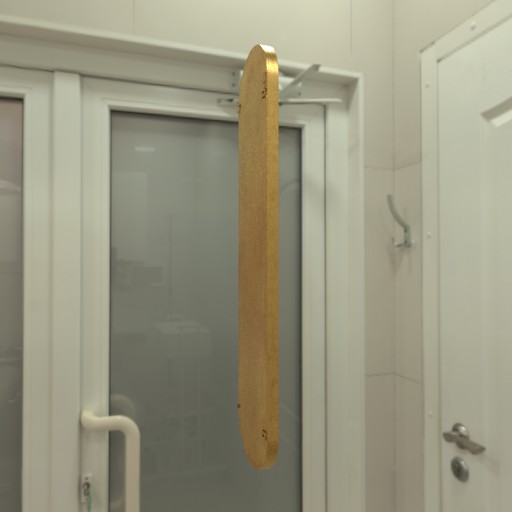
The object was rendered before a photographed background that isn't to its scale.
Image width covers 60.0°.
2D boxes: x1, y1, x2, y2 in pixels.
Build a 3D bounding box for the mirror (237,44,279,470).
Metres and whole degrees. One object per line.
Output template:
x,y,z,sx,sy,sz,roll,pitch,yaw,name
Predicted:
0.000,0.000,1.060,0.032,0.991,0.222,0,-1,-18,mirror
